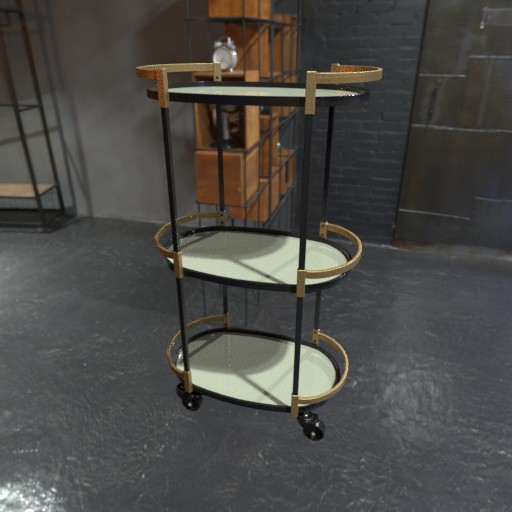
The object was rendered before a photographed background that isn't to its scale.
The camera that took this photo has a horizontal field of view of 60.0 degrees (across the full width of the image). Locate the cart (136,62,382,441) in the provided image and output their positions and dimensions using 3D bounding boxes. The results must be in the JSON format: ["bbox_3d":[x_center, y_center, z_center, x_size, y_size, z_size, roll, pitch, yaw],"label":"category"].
[{"bbox_3d":[0.000,0.000,1.123,0.515,0.885,0.311,8,27,16],"label":"cart"}]
